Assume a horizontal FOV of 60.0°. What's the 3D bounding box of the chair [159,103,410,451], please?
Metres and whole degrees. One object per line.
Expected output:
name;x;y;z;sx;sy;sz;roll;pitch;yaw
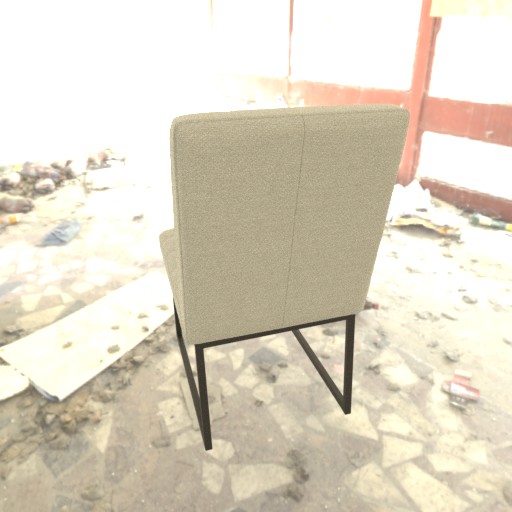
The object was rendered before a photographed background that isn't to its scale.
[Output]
chair;0.000;0.000;1.333;0.520;0.930;0.634;-8;28;-16
